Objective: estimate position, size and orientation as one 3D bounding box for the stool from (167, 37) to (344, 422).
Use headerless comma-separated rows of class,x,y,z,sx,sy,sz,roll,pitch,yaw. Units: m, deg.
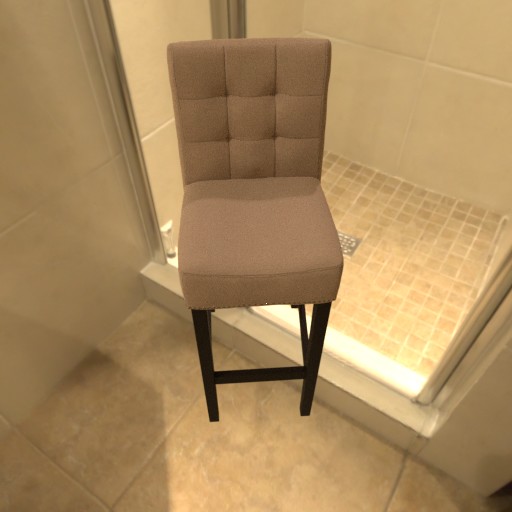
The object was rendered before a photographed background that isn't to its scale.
stool,0.000,0.000,1.306,0.411,1.047,0.548,-3,47,-3
